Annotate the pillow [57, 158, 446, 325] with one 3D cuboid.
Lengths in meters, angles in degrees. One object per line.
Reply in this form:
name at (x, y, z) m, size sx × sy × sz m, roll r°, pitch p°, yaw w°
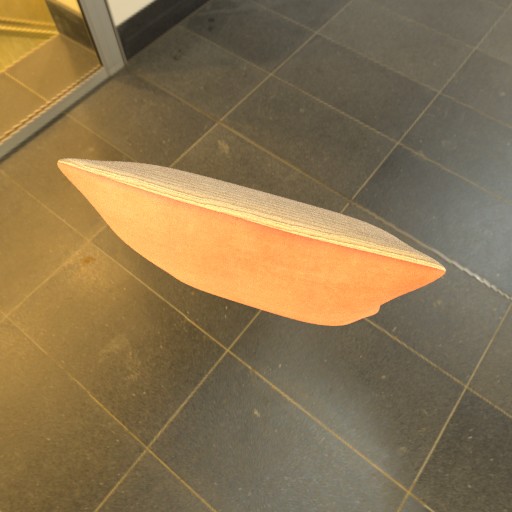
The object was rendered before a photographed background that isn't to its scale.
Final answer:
pillow at (0.000, 0.000, 0.656) m, size 0.424 × 0.401 × 0.177 m, roll 16°, pitch 64°, yaw 8°
